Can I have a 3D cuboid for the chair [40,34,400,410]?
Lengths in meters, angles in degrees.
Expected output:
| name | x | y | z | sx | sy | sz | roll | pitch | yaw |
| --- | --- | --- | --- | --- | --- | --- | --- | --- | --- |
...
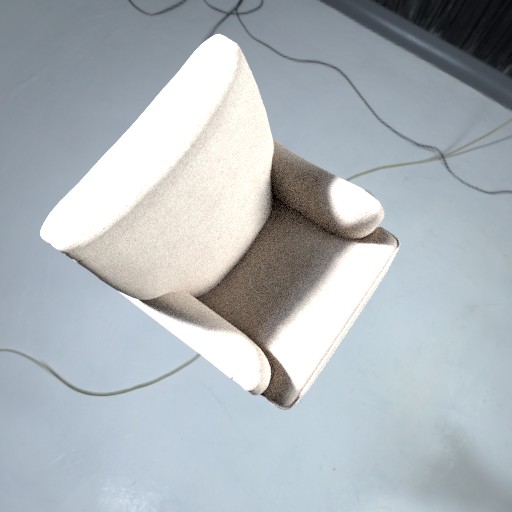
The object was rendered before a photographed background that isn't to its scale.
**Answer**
| name | x | y | z | sx | sy | sz | roll | pitch | yaw |
| --- | --- | --- | --- | --- | --- | --- | --- | --- | --- |
| chair | 0.000 | 0.000 | 1.787 | 0.953 | 1.119 | 0.879 | 35 | 78 | 9 |
